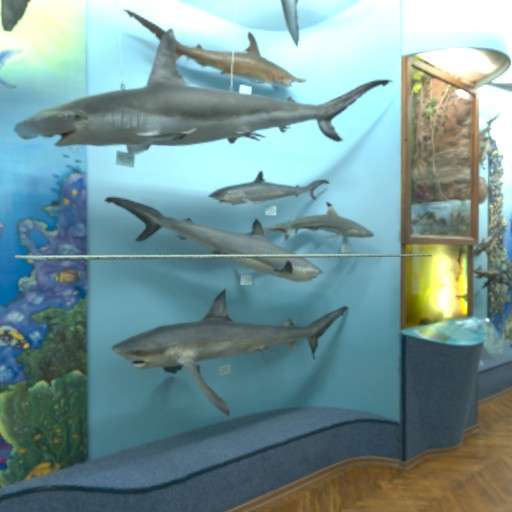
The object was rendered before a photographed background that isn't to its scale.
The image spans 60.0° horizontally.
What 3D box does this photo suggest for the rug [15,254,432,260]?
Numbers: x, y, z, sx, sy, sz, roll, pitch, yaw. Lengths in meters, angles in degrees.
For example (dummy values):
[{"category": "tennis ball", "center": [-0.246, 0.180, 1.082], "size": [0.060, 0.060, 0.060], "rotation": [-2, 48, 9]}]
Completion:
[{"category": "rug", "center": [0.000, 0.000, 2.647], "size": [2.452, 0.012, 0.775], "rotation": [0, 1, -36]}]
